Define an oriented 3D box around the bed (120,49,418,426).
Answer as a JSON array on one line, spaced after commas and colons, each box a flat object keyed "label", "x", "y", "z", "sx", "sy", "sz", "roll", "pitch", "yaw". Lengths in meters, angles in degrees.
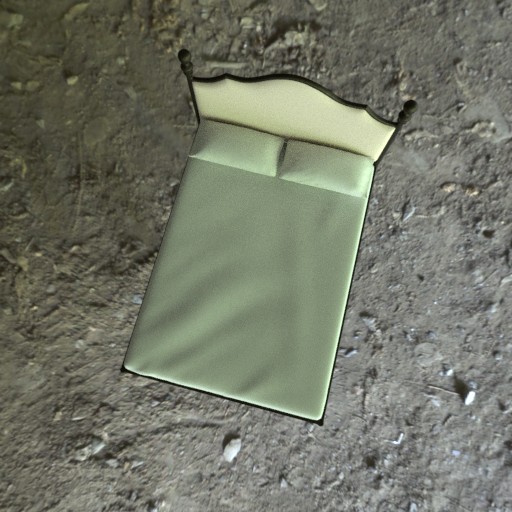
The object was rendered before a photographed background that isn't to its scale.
[{"label": "bed", "x": 0.000, "y": 0.000, "z": 3.394, "sx": 1.642, "sy": 1.499, "sz": 2.224, "roll": 14, "pitch": 77, "yaw": 3}]
